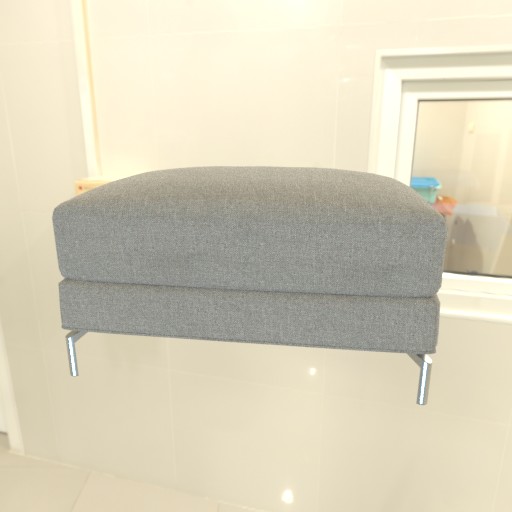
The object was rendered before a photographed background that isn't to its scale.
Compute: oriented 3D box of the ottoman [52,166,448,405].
[{"bbox_3d":[0.000,0.000,1.184,0.838,0.457,0.584,2,17,8],"label":"ottoman"}]
